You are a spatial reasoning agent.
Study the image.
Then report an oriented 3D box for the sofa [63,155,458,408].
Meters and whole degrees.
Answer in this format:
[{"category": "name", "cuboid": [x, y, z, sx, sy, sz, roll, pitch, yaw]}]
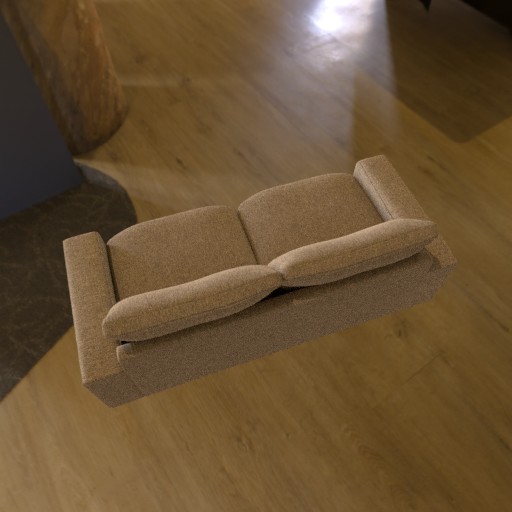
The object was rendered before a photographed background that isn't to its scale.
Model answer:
[{"category": "sofa", "cuboid": [0.000, 0.000, 2.878, 2.299, 0.922, 1.040, -16, 60, -10]}]
